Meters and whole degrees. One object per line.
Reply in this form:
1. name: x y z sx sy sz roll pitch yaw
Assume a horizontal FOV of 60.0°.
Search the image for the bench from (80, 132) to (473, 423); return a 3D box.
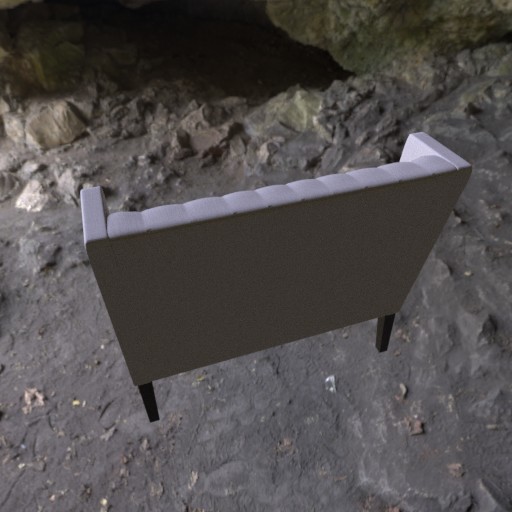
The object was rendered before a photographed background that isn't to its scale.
1. bench: 0.000 0.000 1.986 1.280 1.123 0.847 -13 42 -14
